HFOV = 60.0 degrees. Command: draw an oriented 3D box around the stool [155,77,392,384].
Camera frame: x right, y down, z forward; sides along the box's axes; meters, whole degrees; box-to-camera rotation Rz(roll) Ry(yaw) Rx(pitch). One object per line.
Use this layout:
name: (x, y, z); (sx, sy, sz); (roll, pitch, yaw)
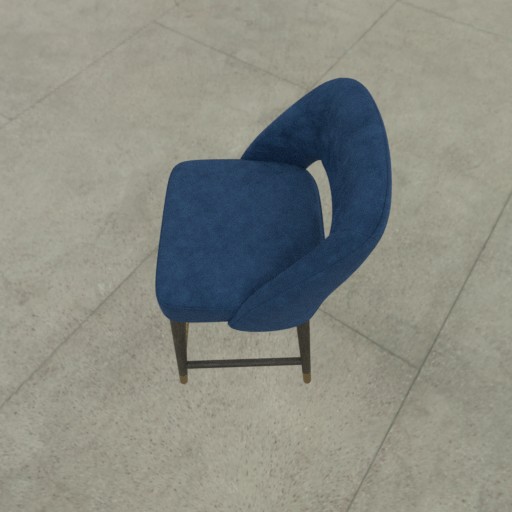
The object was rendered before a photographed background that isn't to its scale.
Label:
stool: (0.000, 0.000, 1.251); (0.524, 0.925, 0.536); (0, 58, 0)
